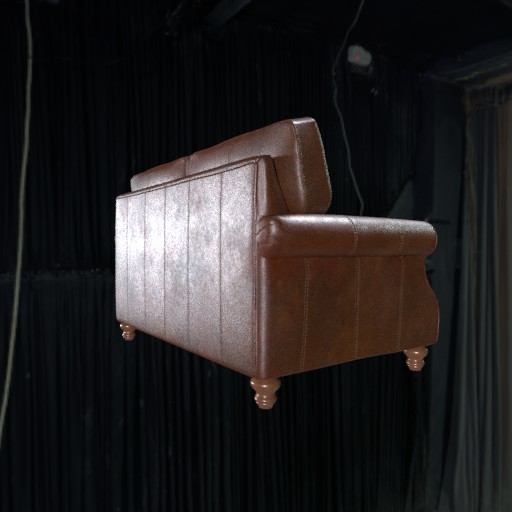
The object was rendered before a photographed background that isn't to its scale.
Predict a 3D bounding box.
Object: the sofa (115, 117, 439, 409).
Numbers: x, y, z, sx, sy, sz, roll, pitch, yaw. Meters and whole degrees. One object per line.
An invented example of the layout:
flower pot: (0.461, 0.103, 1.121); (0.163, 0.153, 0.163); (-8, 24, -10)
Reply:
sofa: (0.000, 0.000, 2.250); (0.990, 0.976, 1.616); (-1, 1, -35)
